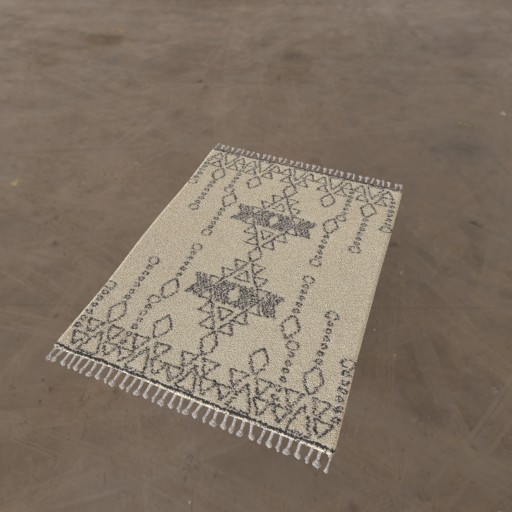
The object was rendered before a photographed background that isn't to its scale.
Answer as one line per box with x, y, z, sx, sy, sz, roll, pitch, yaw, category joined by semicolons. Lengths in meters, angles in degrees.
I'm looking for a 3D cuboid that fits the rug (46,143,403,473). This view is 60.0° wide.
0.000;0.000;3.891;2.125;0.028;3.027;16;49;14;rug
